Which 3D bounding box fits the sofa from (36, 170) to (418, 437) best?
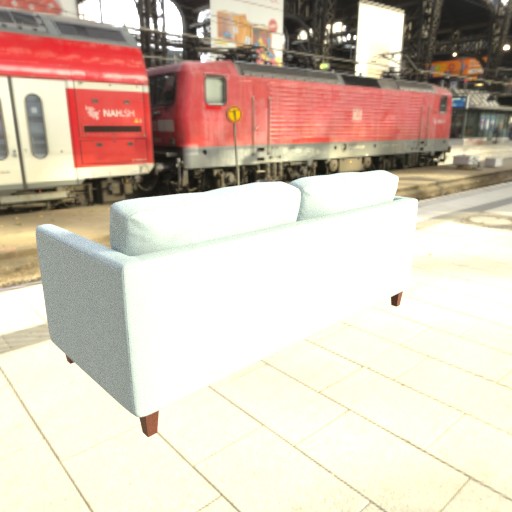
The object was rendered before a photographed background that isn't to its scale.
[{"bbox_3d":[0.000,0.000,2.678,2.208,0.965,0.951,-15,22,-41],"label":"sofa"}]
